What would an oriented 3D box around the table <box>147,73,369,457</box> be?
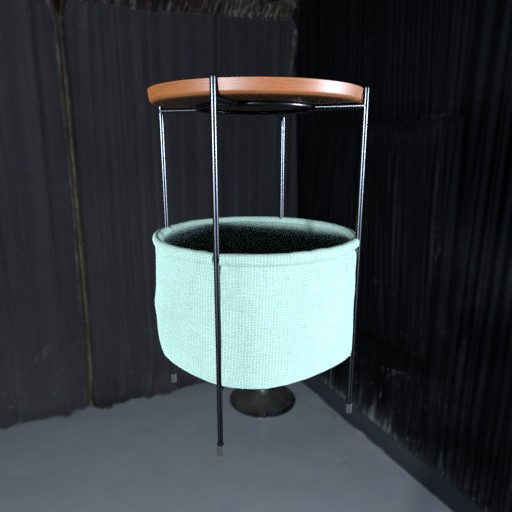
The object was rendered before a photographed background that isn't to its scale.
[{"bbox_3d":[0.000,0.000,0.884,0.400,0.623,0.400,-7,16,-26],"label":"table"}]
